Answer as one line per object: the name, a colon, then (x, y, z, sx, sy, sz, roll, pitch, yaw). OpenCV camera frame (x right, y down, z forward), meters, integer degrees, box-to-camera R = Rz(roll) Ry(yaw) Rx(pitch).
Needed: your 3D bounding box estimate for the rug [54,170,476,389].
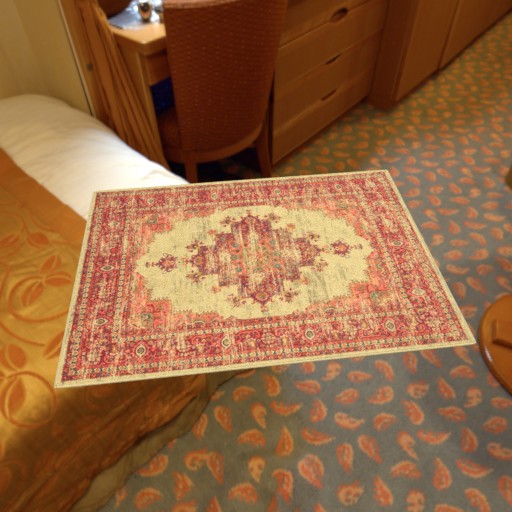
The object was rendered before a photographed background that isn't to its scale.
rug: (0.000, 0.000, 3.649, 2.878, 0.014, 2.005, -5, 48, -4)
